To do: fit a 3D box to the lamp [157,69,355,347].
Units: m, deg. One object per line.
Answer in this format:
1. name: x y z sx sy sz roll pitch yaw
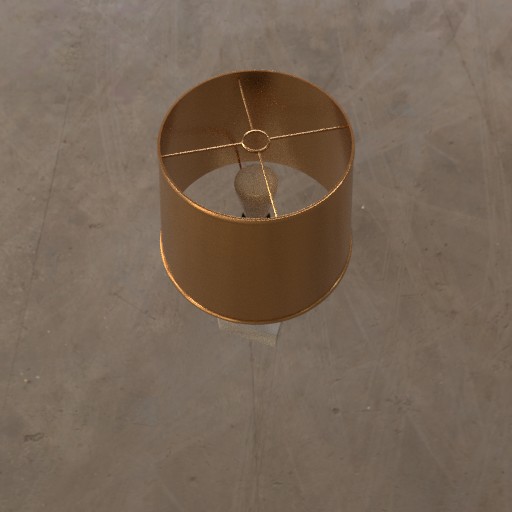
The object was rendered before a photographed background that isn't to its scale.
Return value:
1. lamp: 0.000 0.000 0.530 0.208 0.406 0.208 0 63 0
